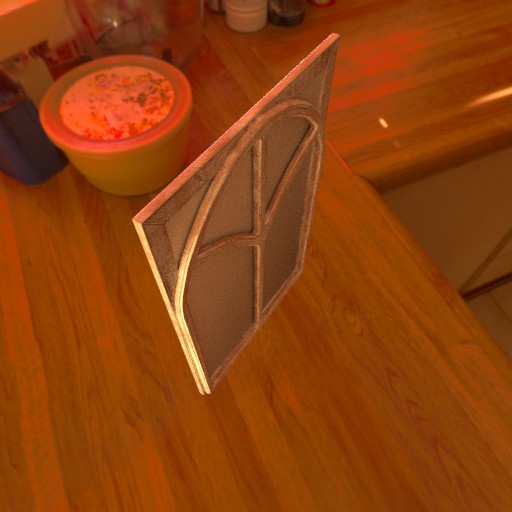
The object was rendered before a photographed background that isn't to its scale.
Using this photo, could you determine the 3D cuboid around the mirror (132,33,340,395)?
[{"bbox_3d":[0.000,0.000,0.987,0.058,0.787,0.495,31,63,18],"label":"mirror"}]
